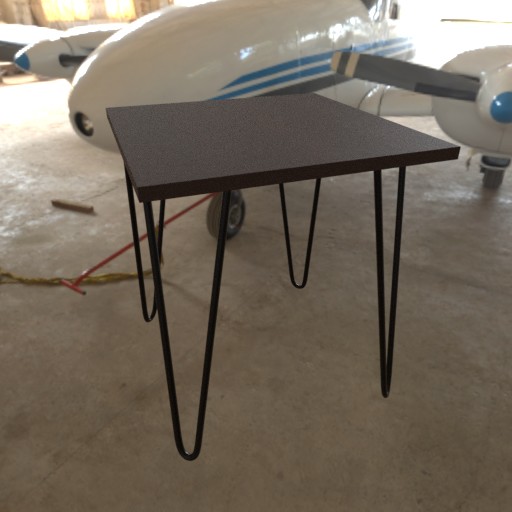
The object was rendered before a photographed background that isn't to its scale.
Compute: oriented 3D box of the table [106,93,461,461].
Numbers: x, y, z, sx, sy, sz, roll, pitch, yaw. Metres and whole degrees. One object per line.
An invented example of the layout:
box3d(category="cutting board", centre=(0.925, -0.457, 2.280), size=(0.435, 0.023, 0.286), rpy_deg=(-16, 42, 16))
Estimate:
box3d(category="table", centre=(0.000, 0.000, 0.954), size=(0.495, 0.559, 0.495), rpy_deg=(-11, 32, -18))
